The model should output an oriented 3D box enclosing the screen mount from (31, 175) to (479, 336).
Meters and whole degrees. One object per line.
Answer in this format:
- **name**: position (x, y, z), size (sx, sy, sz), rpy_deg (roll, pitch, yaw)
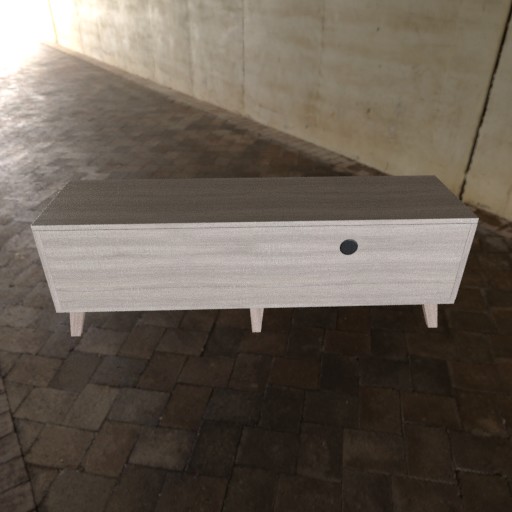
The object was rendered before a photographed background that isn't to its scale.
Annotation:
- **screen mount**: position (0.000, 0.000, 1.780), size (1.500, 0.509, 0.401), rpy_deg (-1, 32, -2)
